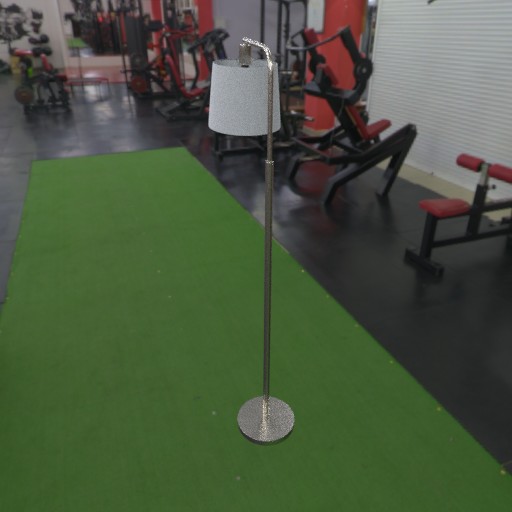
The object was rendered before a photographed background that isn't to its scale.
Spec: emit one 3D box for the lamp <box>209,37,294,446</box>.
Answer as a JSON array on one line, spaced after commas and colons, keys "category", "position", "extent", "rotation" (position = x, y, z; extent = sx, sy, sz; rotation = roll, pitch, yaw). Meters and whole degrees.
[{"category": "lamp", "position": [0.000, 0.000, 1.677], "extent": [0.254, 1.478, 0.508], "rotation": [-9, 29, -17]}]
